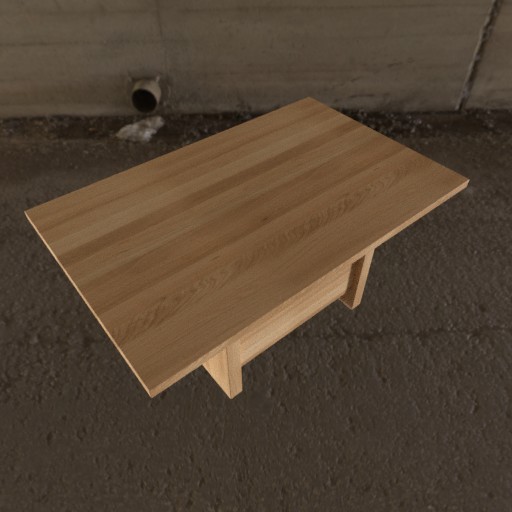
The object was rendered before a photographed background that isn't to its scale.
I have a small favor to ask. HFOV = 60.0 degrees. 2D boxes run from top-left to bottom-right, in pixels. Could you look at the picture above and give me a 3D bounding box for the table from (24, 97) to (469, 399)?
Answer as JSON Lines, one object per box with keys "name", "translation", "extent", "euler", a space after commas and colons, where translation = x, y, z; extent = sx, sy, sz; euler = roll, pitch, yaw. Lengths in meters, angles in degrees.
{"name": "table", "translation": [0.000, 0.000, 1.472], "extent": [1.100, 0.510, 0.700], "euler": [-30, 53, -26]}
